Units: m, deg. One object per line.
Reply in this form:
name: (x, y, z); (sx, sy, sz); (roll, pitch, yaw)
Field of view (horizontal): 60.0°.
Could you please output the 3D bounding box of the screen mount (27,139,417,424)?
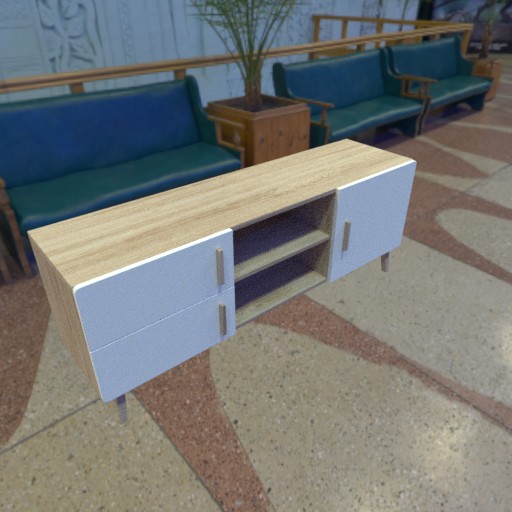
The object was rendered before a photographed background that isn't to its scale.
screen mount: (0.000, 0.000, 1.796); (1.500, 0.570, 0.420); (-23, 39, -33)
